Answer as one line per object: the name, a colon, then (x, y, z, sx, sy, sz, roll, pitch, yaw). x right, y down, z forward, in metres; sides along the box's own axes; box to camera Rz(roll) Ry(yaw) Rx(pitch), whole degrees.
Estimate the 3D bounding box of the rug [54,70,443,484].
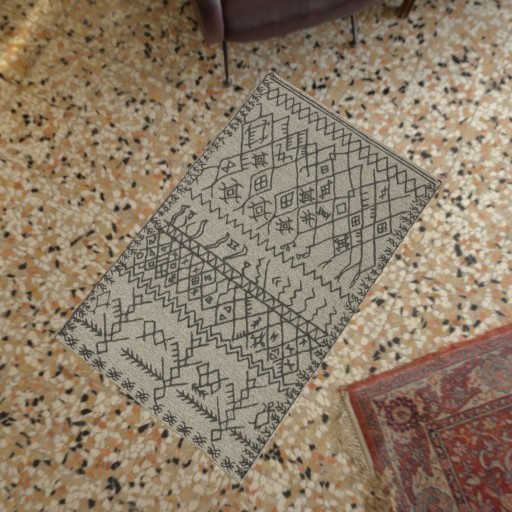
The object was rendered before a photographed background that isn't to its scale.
rug: (0.000, 0.000, 4.749, 2.393, 0.019, 3.824, 35, 80, 7)
